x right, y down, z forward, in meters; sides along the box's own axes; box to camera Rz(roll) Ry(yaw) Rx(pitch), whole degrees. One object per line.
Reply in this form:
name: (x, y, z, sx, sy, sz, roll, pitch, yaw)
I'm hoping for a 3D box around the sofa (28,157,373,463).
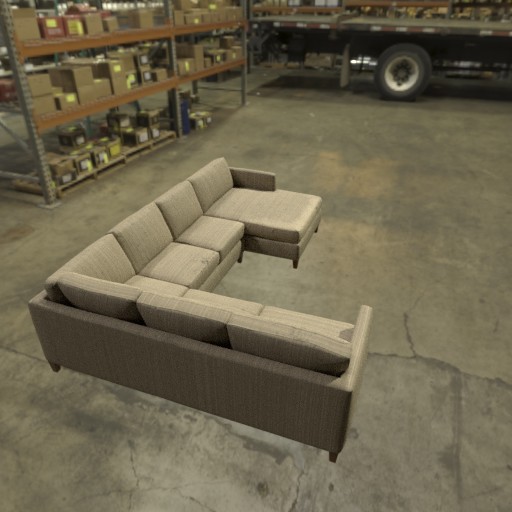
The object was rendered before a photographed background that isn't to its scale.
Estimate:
sofa: (0.000, 0.000, 4.580, 2.594, 0.961, 3.460, 11, 32, 18)
